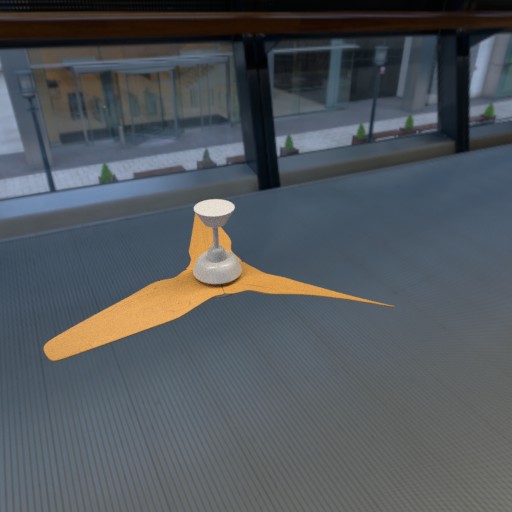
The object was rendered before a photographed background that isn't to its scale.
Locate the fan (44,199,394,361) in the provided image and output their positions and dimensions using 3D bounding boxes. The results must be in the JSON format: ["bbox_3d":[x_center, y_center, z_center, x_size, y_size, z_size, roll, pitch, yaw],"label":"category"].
[{"bbox_3d":[0.000,0.000,1.622,1.010,0.355,1.142,9,32,14],"label":"fan"}]
